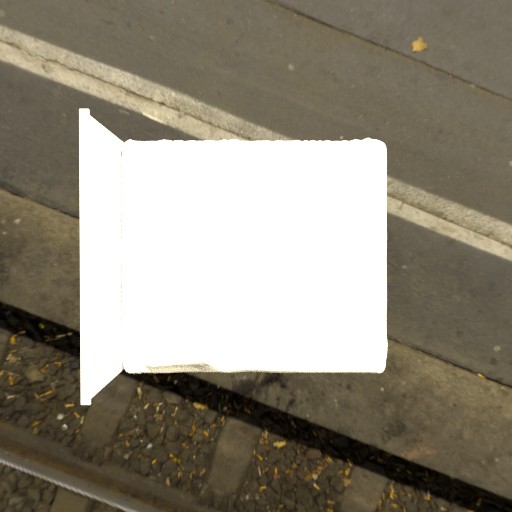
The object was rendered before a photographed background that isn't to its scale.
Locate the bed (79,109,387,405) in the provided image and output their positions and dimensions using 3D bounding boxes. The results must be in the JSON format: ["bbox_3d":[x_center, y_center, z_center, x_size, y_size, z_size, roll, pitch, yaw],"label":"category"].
[{"bbox_3d":[0.000,0.000,3.101,2.047,1.269,1.876,0,91,0],"label":"bed"}]
